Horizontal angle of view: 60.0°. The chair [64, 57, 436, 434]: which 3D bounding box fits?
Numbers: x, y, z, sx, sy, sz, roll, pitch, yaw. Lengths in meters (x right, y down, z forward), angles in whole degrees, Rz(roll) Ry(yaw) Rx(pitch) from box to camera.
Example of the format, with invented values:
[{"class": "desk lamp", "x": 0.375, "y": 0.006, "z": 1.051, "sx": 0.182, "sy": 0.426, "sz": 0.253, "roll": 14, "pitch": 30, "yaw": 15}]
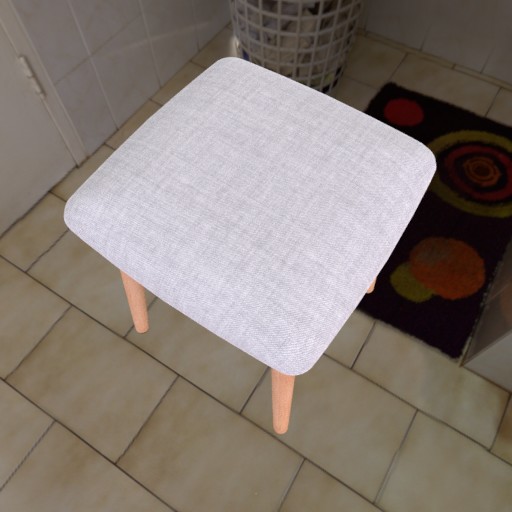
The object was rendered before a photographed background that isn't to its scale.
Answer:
[{"class": "chair", "x": 0.000, "y": 0.000, "z": 0.688, "sx": 0.350, "sy": 0.440, "sz": 0.350, "roll": 31, "pitch": 66, "yaw": 16}]
